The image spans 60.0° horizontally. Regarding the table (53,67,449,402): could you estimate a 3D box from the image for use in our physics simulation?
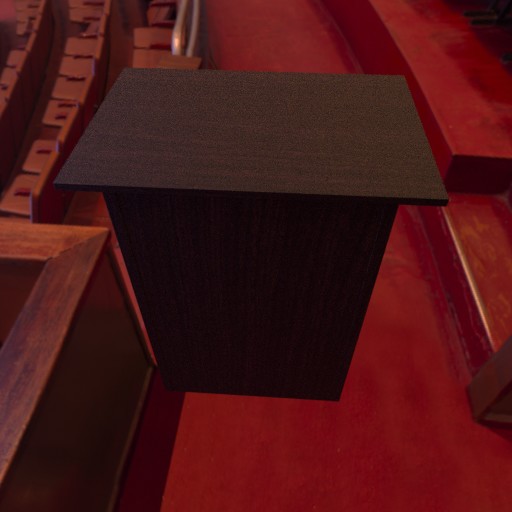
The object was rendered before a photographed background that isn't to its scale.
[{"bbox_3d":[0.000,0.000,1.056,0.591,0.711,0.406,3,47,3],"label":"table"}]
